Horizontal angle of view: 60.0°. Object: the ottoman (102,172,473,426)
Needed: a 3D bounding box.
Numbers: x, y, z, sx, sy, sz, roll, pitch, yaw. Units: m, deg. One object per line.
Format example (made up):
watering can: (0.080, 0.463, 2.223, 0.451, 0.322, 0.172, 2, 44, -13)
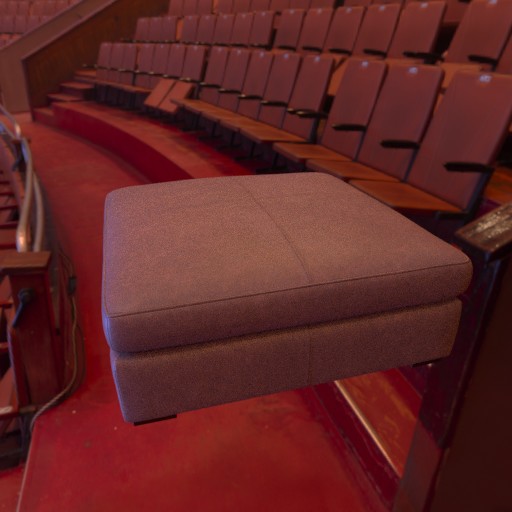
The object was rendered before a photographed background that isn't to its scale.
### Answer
ottoman: (0.000, 0.000, 1.819, 1.168, 0.490, 1.168, -7, 27, -15)
